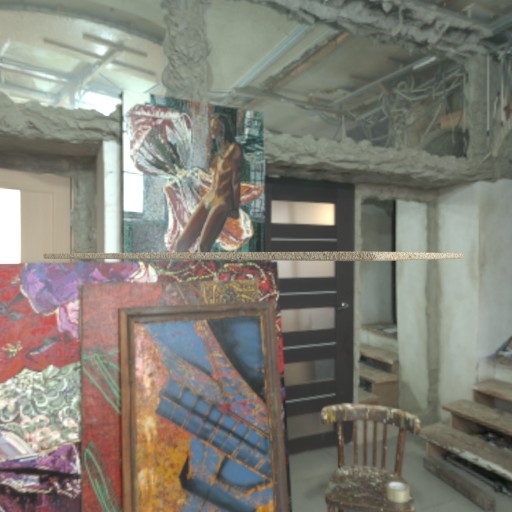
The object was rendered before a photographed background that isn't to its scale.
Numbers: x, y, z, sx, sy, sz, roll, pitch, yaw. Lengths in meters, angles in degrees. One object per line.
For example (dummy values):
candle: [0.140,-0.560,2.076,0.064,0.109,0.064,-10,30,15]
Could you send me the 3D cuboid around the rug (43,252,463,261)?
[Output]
rug: [0.000,0.000,2.092,1.600,0.025,1.199,0,0,35]
